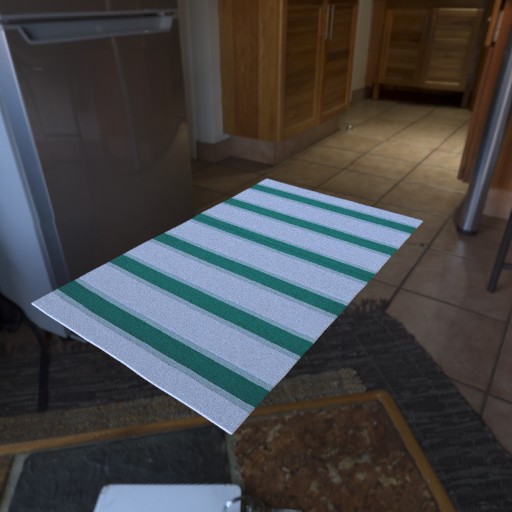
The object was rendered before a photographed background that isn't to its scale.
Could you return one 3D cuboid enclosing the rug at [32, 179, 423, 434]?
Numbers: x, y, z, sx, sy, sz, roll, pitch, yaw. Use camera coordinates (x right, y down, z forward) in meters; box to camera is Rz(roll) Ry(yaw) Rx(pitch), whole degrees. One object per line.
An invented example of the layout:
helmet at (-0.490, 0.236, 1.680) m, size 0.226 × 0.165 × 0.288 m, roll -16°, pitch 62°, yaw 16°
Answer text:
rug at (0.000, 0.000, 3.075) m, size 1.521 × 0.015 × 2.436 m, roll 21°, pitch 37°, yaw 30°
